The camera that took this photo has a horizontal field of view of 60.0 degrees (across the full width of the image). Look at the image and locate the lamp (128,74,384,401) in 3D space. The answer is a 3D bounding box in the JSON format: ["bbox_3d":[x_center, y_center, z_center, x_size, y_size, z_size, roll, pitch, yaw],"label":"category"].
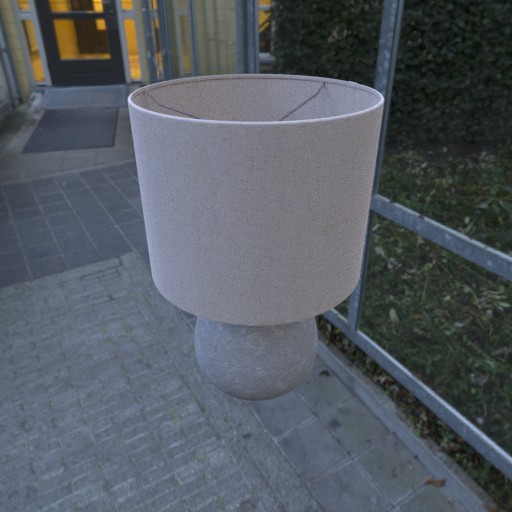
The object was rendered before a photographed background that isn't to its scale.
[{"bbox_3d":[0.000,0.000,0.581,0.269,0.409,0.269,-9,31,-15],"label":"lamp"}]
